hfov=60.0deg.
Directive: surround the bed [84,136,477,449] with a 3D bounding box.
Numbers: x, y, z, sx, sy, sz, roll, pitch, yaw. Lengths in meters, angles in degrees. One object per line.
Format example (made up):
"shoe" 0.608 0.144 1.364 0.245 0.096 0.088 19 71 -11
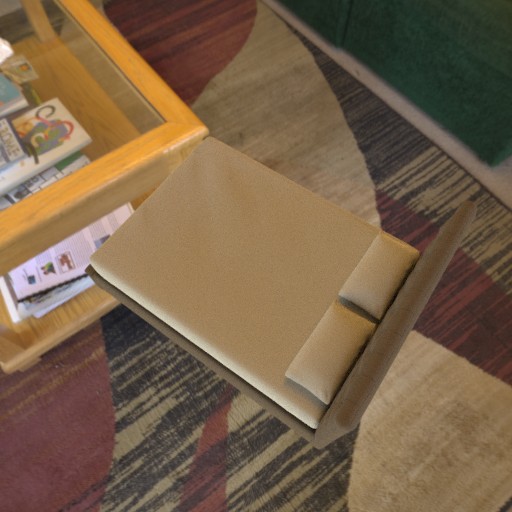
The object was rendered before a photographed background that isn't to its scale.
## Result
"bed" 0.000 0.000 3.483 2.387 1.427 1.698 32 68 15
